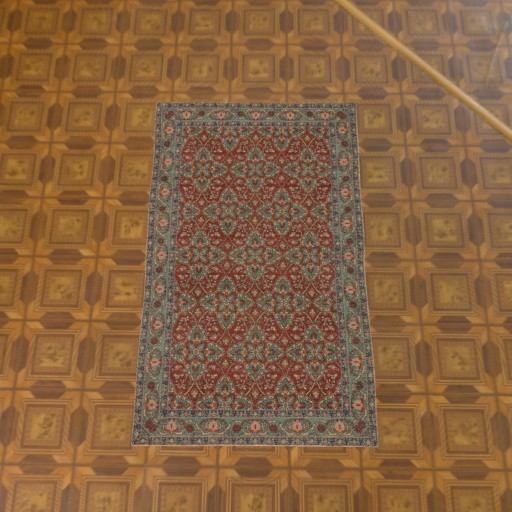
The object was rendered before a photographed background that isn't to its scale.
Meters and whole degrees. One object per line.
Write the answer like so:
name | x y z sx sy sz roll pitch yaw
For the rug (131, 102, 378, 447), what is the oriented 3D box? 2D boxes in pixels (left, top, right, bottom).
rug | 0.000 0.000 3.061 1.533 0.011 2.439 0 74 0
